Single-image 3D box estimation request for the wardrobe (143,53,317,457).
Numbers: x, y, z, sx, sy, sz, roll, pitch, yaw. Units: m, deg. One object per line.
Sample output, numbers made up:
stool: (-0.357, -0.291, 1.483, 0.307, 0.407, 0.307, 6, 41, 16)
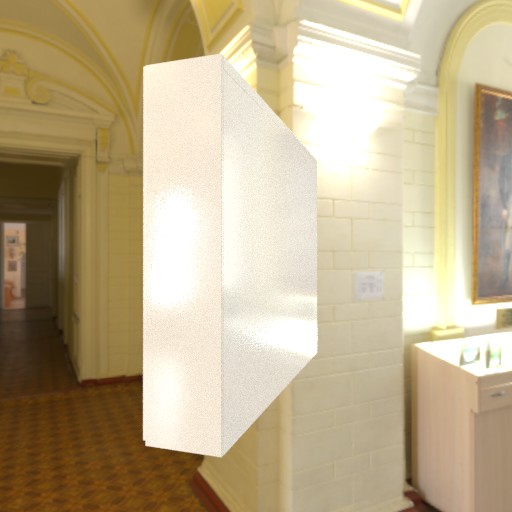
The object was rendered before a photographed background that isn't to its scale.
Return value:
wardrobe: (0.000, 0.000, 4.102, 0.580, 2.360, 3.000, 0, 0, 18)
